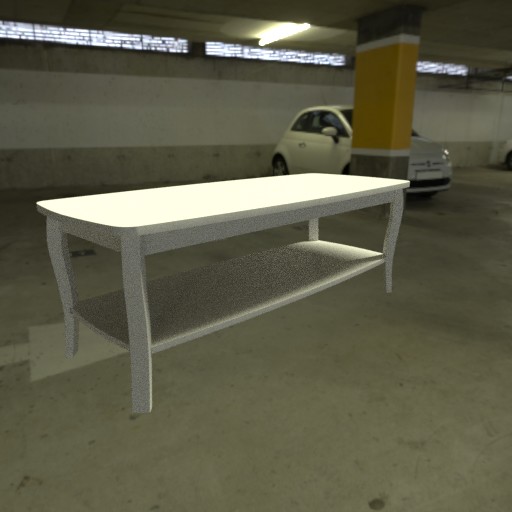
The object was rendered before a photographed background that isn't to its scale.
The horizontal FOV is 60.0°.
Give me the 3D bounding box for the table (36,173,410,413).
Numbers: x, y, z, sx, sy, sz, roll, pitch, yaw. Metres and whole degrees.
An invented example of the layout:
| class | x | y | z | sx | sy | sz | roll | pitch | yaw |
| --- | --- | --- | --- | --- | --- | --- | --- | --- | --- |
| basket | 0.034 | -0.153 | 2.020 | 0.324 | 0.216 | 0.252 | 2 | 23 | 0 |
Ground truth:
| class | x | y | z | sx | sy | sz | roll | pitch | yaw |
| --- | --- | --- | --- | --- | --- | --- | --- | --- | --- |
| table | 0.000 | 0.000 | 1.588 | 0.561 | 0.474 | 1.334 | 15 | 22 | 43 |
